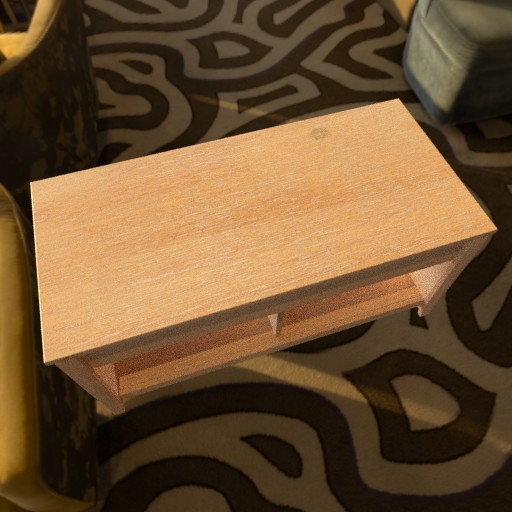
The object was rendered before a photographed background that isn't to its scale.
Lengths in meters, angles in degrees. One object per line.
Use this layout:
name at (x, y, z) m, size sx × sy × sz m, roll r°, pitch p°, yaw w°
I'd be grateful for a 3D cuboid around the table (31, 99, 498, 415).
table at (0.000, 0.000, 1.252) m, size 1.016 × 0.457 × 0.483 m, roll -15°, pitch 59°, yaw -10°
